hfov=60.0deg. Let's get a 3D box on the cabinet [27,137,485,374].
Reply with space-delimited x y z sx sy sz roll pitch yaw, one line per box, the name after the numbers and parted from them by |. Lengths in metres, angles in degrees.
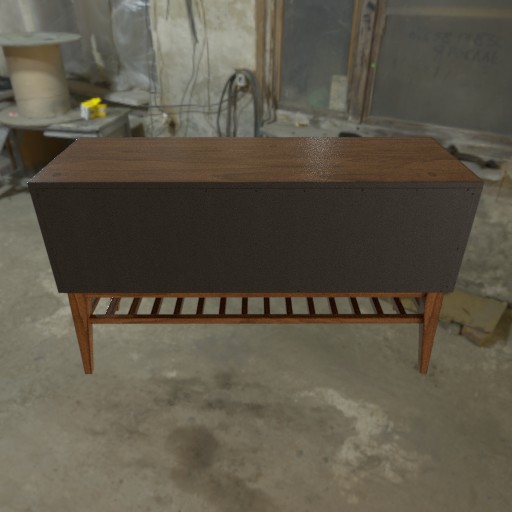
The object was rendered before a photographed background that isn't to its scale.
0.000 0.000 1.731 1.363 0.802 0.477 0 31 0 | cabinet
